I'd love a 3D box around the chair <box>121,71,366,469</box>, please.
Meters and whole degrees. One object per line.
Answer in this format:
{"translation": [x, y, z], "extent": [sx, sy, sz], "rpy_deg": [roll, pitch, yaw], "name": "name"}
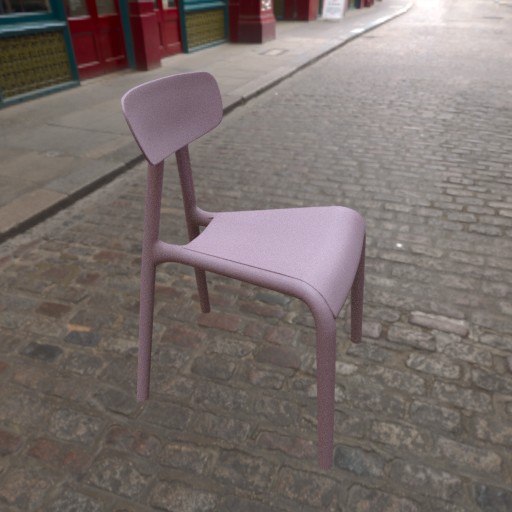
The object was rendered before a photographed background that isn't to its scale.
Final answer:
{"translation": [0.000, 0.000, 0.807], "extent": [0.401, 0.580, 0.356], "rpy_deg": [11, 33, 17], "name": "chair"}
